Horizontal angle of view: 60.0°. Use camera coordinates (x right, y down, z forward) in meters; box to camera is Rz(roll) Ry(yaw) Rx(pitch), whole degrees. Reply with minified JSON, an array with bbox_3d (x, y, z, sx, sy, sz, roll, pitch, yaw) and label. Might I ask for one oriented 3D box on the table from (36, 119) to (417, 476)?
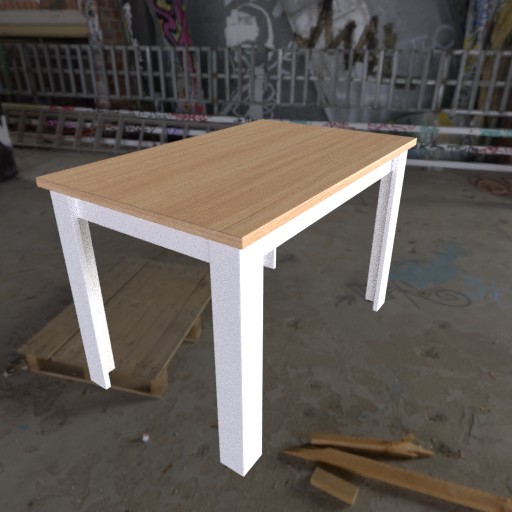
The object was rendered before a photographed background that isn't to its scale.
[{"bbox_3d":[0.000,0.000,1.596,0.700,0.734,1.100,17,32,31],"label":"table"}]
